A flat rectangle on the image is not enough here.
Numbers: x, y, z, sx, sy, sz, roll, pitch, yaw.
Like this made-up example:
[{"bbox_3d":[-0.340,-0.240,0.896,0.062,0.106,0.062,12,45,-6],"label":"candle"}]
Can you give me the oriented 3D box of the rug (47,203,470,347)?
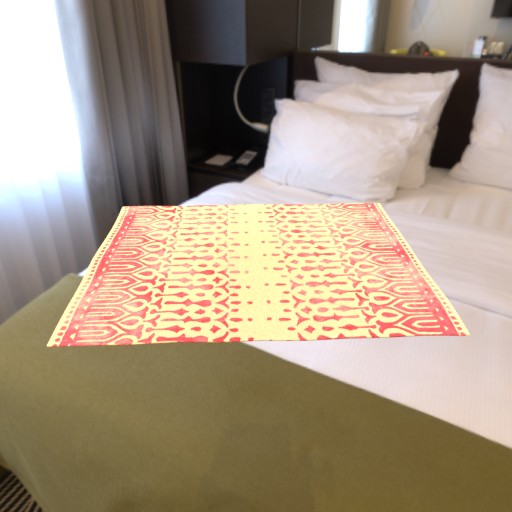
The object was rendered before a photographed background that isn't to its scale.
[{"bbox_3d":[0.000,0.000,4.245,3.095,0.016,2.441,-1,30,-2],"label":"rug"}]
